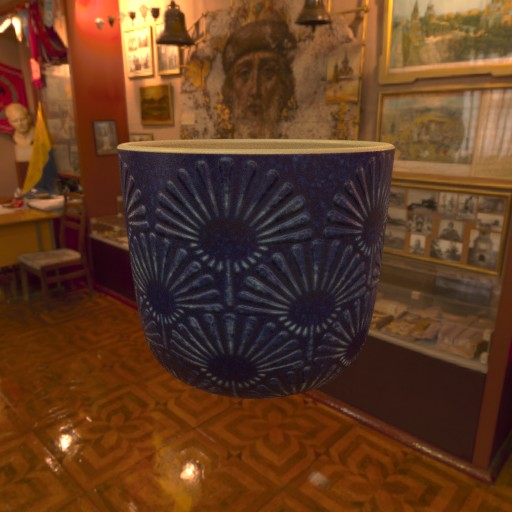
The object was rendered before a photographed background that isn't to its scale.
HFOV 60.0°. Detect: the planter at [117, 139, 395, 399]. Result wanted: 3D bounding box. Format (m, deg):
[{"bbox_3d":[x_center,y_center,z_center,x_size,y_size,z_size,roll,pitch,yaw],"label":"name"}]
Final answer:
[{"bbox_3d":[0.000,0.000,0.221,0.124,0.109,0.124,0,16,0],"label":"planter"}]
